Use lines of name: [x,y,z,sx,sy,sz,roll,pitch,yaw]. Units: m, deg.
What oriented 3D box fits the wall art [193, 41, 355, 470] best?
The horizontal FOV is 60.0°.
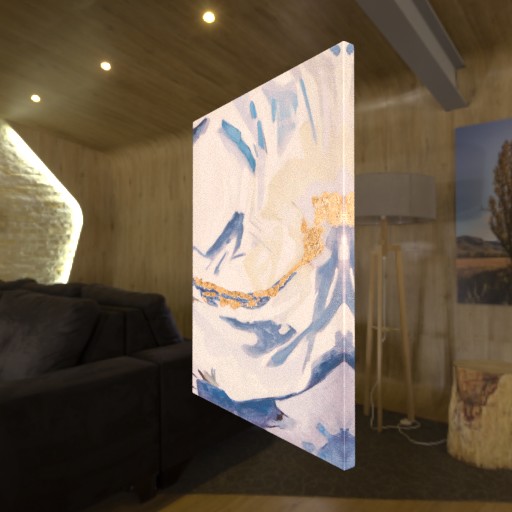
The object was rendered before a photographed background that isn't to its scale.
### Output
wall art: [0.000,0.000,1.363,0.038,1.015,0.761,0,-1,-36]
